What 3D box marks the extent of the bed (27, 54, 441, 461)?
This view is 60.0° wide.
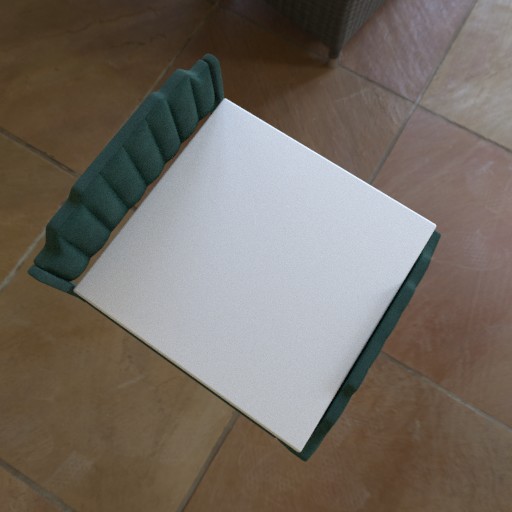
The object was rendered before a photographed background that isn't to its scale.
[{"bbox_3d":[0.000,0.000,3.394,2.340,1.245,2.074,33,78,8],"label":"bed"}]
